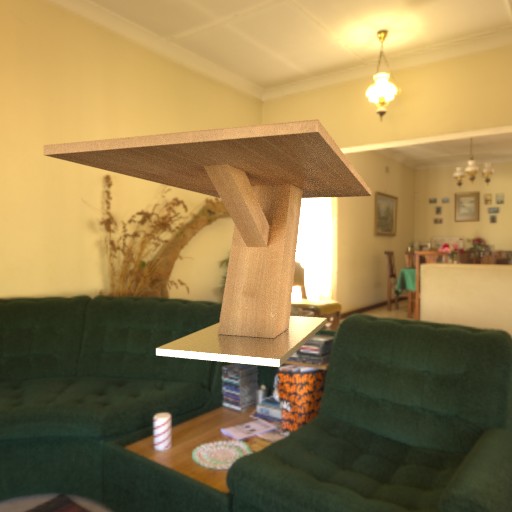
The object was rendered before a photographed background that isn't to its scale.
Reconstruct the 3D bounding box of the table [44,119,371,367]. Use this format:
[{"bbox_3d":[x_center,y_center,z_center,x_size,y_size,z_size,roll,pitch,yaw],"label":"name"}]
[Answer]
[{"bbox_3d":[0.000,0.000,2.053,0.900,0.750,1.600,1,2,19],"label":"table"}]
